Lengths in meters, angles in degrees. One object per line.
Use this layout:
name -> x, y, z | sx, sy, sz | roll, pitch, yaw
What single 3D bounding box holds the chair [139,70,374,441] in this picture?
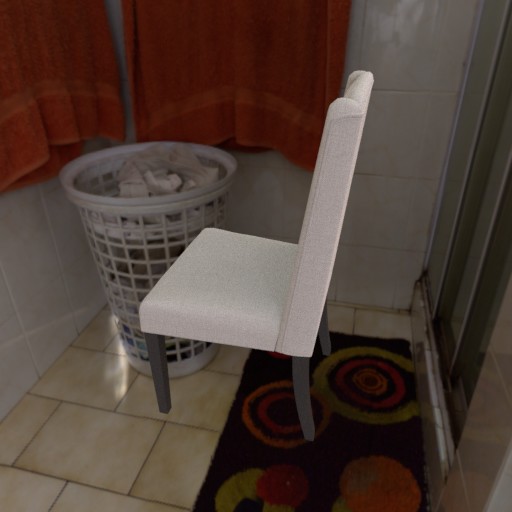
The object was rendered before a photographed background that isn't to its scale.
chair -> 0.000, 0.000, 1.269 | 0.523, 0.961, 0.474 | 8, 31, 13
